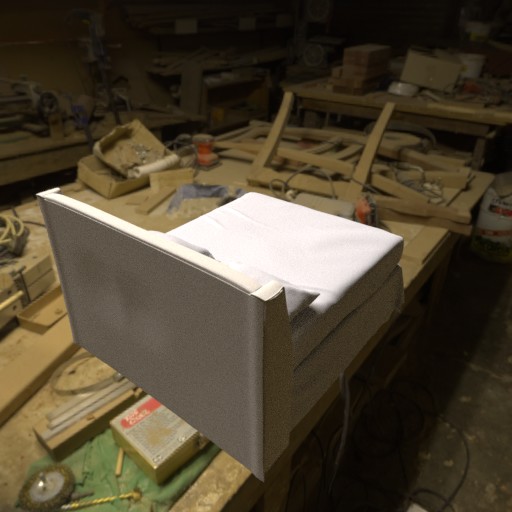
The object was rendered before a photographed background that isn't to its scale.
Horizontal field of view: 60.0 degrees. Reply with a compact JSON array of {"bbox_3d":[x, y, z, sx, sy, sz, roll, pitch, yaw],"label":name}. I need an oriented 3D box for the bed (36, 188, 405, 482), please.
[{"bbox_3d":[0.000,0.000,3.467,1.925,1.332,2.276,22,37,32],"label":"bed"}]
